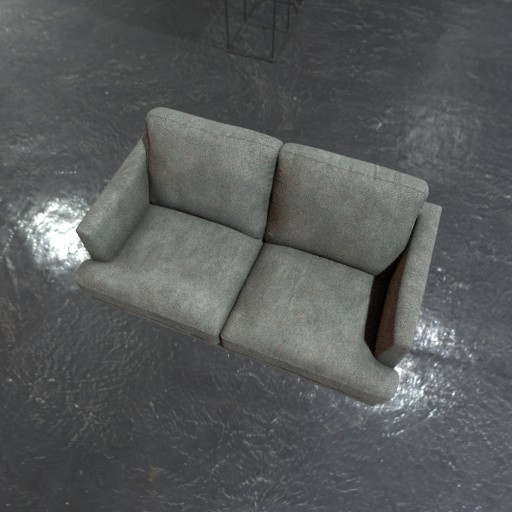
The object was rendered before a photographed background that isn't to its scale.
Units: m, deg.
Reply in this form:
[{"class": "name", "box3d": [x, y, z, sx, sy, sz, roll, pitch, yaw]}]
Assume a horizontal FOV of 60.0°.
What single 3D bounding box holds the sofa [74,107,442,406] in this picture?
[{"class": "sofa", "box3d": [0.000, 0.000, 2.193, 1.582, 0.956, 0.903, 18, 61, 11]}]
